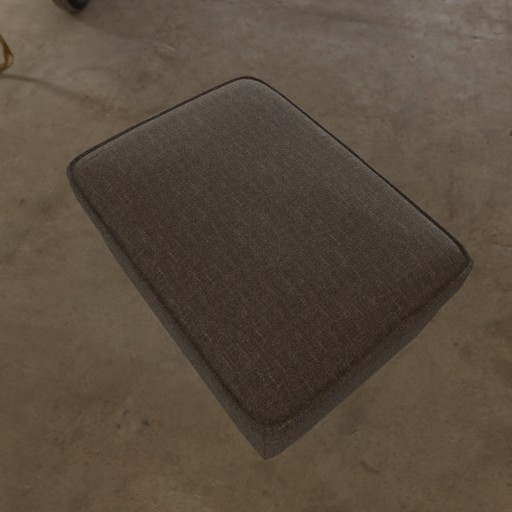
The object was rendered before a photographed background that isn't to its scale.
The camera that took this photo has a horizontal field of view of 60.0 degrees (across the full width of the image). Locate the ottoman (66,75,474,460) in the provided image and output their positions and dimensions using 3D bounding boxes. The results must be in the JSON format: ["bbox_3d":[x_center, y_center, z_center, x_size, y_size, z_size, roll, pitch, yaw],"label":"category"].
[{"bbox_3d":[0.000,0.000,1.067,0.549,0.450,0.749,-34,64,-19],"label":"ottoman"}]
